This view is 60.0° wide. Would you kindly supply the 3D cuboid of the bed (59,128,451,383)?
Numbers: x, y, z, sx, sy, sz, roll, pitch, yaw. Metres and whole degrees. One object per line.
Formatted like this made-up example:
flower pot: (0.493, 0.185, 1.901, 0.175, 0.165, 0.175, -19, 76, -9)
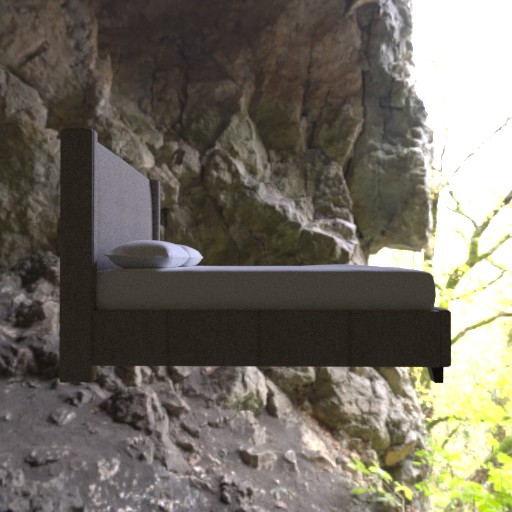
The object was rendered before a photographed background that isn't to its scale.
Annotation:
bed: (0.000, 0.000, 3.382, 2.245, 1.476, 1.714, 0, -1, 1)
